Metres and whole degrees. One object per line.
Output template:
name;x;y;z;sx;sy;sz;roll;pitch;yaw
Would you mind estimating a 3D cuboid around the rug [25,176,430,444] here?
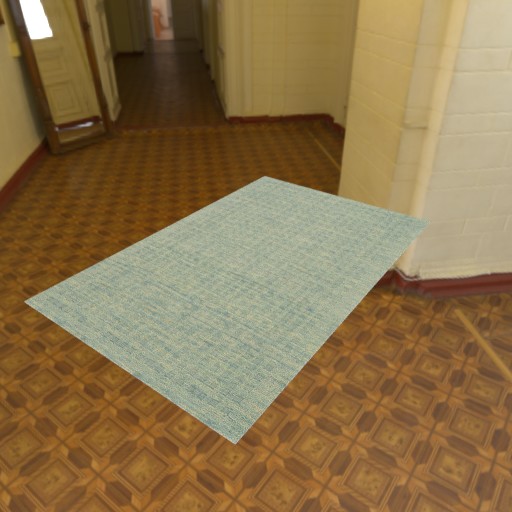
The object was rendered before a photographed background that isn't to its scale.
rug;0.000;0.000;2.187;1.142;0.006;1.752;21;38;30
